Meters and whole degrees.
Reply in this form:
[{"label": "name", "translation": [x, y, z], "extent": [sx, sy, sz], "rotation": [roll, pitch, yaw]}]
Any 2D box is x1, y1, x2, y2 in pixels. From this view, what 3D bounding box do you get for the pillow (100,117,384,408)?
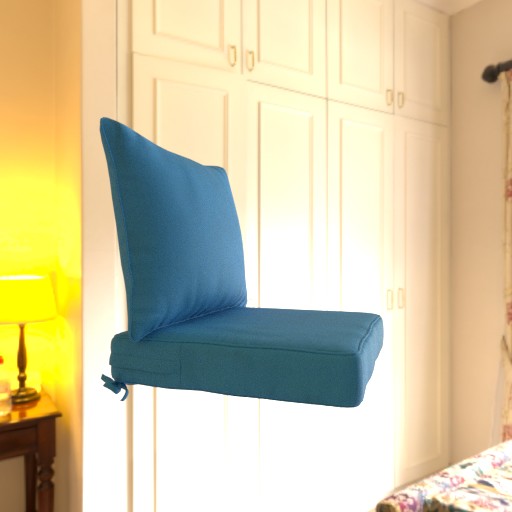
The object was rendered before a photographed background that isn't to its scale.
[{"label": "pillow", "translation": [0.000, 0.000, 1.389], "extent": [0.733, 0.725, 0.798], "rotation": [0, 0, 20]}]
